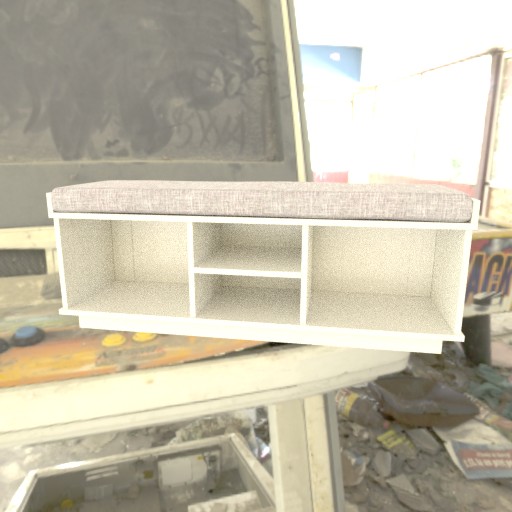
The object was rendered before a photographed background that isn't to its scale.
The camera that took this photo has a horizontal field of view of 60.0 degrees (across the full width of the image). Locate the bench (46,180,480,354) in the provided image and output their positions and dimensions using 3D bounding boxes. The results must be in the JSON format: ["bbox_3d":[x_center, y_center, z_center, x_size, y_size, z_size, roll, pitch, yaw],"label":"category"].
[{"bbox_3d":[0.000,0.000,1.415,1.196,0.453,0.363,2,14,10],"label":"bench"}]
